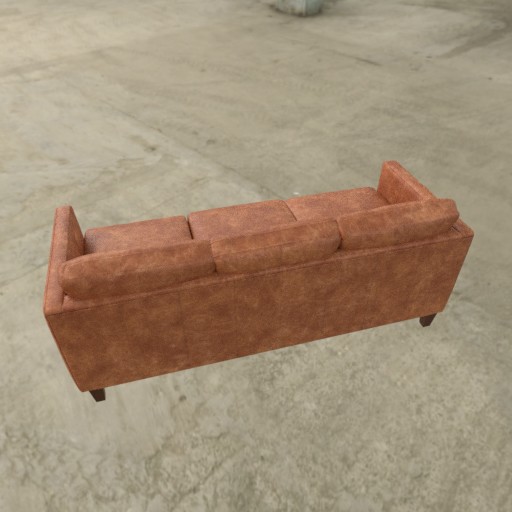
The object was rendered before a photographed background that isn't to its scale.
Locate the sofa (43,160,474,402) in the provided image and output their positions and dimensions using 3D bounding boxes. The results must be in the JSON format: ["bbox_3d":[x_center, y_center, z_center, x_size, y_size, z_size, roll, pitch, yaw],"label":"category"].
[{"bbox_3d":[0.000,0.000,2.974,2.464,1.006,1.045,-10,41,-12],"label":"sofa"}]
